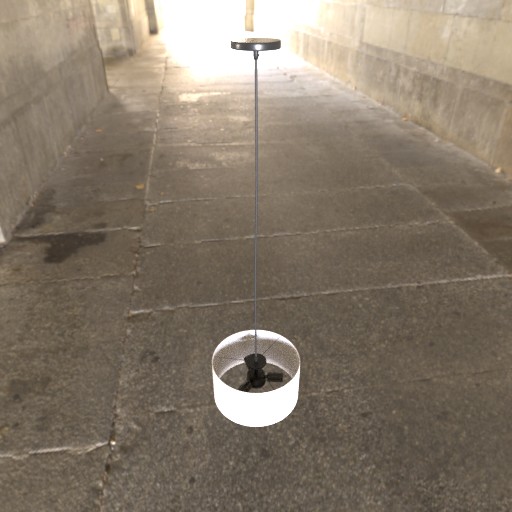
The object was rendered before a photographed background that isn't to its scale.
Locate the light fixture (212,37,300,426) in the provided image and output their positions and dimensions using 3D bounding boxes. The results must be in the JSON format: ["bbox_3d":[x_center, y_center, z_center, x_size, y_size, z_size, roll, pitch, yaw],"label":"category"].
[{"bbox_3d":[0.000,0.000,1.723,0.399,1.516,0.399,0,32,0],"label":"light fixture"}]
